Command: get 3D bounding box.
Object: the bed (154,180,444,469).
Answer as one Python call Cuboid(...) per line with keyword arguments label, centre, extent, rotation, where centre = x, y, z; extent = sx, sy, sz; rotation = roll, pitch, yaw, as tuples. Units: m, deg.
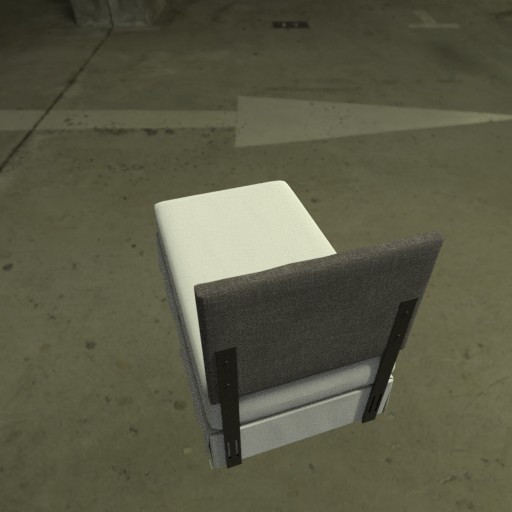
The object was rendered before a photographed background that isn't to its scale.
Cuboid(label="bed", centre=(0.000, 0.000, 3.048), extent=(1.261, 1.571, 1.997), rotation=(-12, 43, -14))
